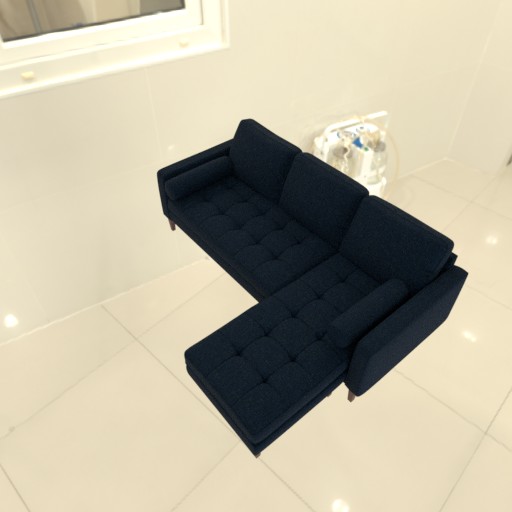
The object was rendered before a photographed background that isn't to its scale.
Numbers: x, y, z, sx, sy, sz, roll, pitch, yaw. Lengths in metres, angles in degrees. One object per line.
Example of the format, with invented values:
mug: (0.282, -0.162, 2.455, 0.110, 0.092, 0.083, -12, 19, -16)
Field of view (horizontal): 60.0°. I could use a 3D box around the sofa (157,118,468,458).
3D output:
sofa: (0.000, 0.000, 3.037, 1.613, 0.841, 2.185, -31, 53, -27)
